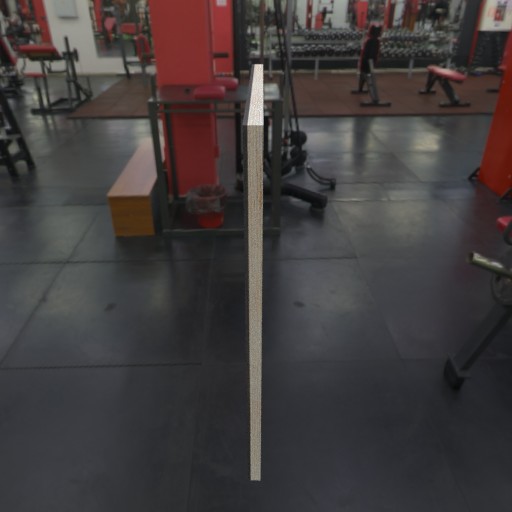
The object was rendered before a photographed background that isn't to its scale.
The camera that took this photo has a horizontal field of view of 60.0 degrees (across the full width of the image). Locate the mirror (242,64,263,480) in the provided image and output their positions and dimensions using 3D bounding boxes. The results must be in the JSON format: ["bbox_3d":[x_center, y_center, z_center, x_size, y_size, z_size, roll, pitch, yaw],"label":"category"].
[{"bbox_3d":[0.000,0.000,1.211,0.032,0.882,0.730,0,30,1],"label":"mirror"}]
